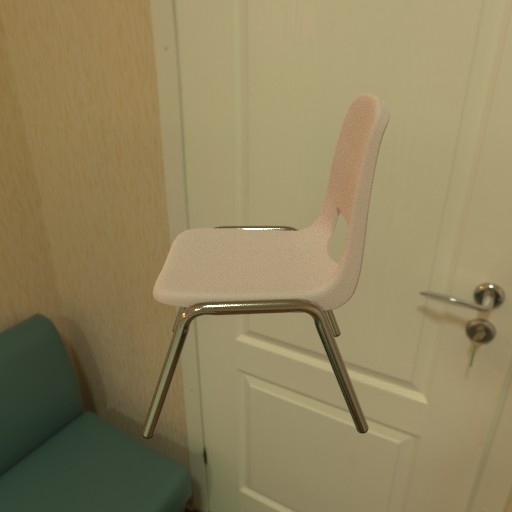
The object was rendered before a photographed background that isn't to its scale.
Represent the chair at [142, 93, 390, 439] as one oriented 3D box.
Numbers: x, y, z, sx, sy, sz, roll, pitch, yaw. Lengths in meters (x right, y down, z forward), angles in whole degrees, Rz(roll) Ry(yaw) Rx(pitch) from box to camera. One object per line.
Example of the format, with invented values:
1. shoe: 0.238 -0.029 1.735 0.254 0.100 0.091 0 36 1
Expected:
1. chair: 0.000 0.000 0.852 0.423 0.586 0.354 0 25 0
